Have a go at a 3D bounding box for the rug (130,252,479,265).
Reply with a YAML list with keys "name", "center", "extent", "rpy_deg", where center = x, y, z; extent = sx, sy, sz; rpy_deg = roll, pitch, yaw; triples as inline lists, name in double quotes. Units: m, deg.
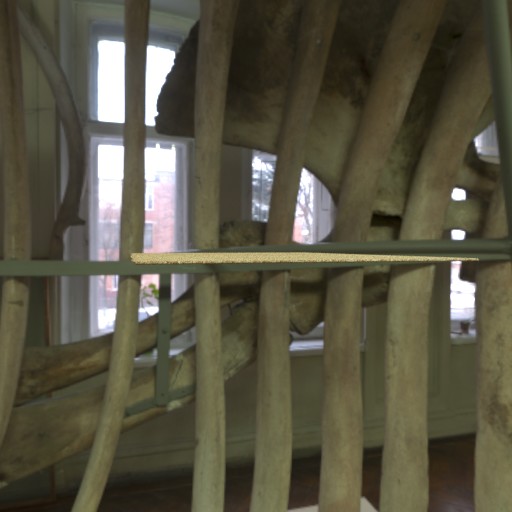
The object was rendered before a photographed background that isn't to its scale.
- name: "rug"
  center: [0.000, 0.000, 2.831]
  extent: [1.566, 0.013, 2.141]
  rpy_deg: [0, 1, -17]
